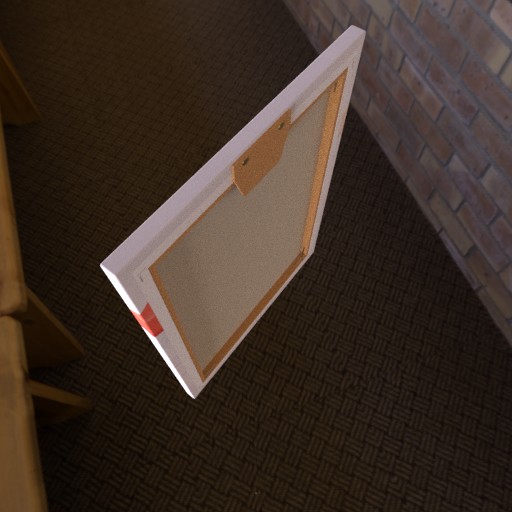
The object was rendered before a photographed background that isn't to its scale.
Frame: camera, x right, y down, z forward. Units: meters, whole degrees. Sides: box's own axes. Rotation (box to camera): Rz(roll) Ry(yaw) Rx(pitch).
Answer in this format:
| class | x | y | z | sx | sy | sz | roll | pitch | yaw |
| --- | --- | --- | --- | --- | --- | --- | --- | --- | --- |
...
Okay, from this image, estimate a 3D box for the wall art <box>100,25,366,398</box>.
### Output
| class | x | y | z | sx | sy | sz | roll | pitch | yaw |
| --- | --- | --- | --- | --- | --- | --- | --- | --- | --- |
| wall art | 0.000 | 0.000 | 1.285 | 0.045 | 1.014 | 0.759 | 34 | 67 | 17 |
